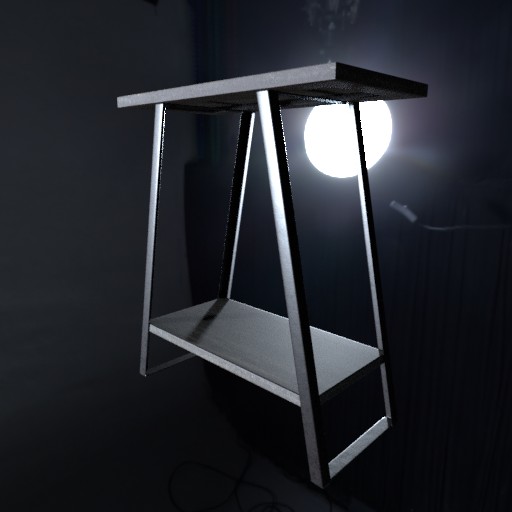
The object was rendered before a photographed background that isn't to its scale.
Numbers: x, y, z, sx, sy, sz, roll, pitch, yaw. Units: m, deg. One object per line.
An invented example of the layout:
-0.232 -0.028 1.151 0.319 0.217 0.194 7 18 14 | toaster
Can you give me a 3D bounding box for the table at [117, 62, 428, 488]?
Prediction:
0.000 0.000 0.999 0.599 0.701 0.300 13 18 43 | table
